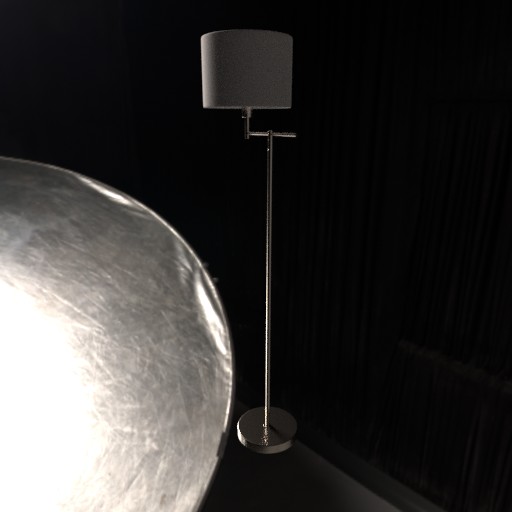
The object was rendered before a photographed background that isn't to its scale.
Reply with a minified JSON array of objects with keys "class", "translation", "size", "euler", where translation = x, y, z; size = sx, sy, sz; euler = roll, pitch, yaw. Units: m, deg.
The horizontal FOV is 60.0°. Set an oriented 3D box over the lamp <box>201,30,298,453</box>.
[{"class":"lamp","translation":[0.000,0.000,1.781],"size":[0.324,1.600,0.416],"euler":[-16,23,-42]}]
